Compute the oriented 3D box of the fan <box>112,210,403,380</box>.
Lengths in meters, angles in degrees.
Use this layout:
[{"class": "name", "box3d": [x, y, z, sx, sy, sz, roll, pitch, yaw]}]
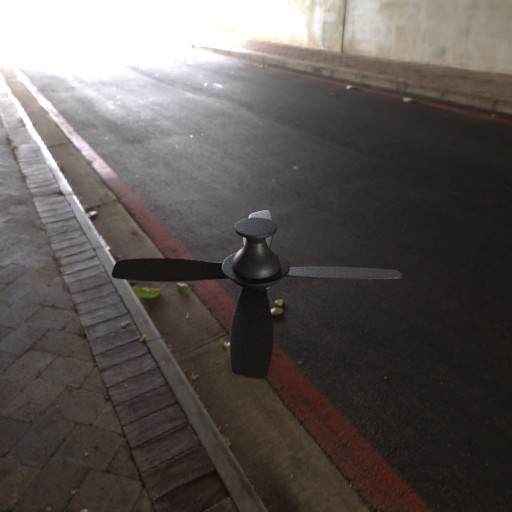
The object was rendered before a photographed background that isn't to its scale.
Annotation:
[{"class": "fan", "box3d": [0.000, 0.000, 2.552, 1.694, 0.382, 1.694, 1, 30, 2]}]
